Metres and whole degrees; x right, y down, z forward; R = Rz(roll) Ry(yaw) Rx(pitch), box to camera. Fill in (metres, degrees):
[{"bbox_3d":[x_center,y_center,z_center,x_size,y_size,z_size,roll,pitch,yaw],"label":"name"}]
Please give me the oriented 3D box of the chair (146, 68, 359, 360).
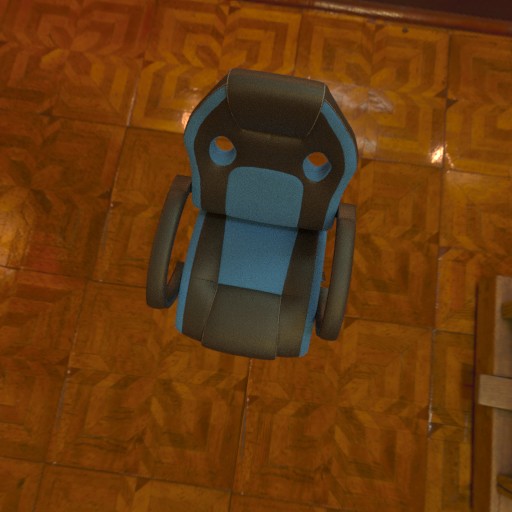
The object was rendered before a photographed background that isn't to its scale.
[{"bbox_3d":[0.000,0.000,1.629,0.673,1.187,0.724,10,76,2],"label":"chair"}]
